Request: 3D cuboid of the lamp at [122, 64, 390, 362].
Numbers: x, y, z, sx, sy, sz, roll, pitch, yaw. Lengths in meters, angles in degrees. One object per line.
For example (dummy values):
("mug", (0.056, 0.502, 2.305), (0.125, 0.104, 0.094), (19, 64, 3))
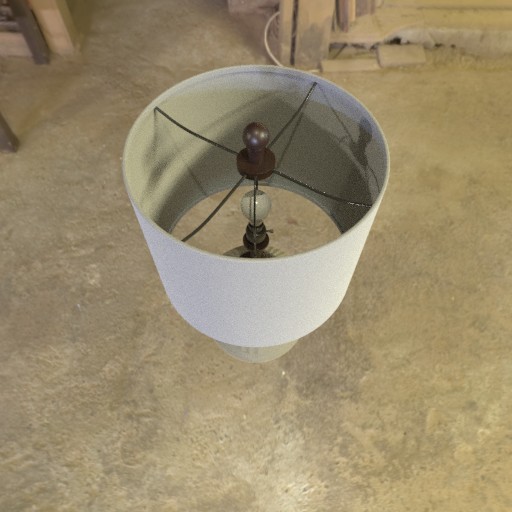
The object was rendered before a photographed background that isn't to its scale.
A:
("lamp", (0.000, 0.000, 0.743), (0.318, 0.567, 0.318), (0, 59, 0))
